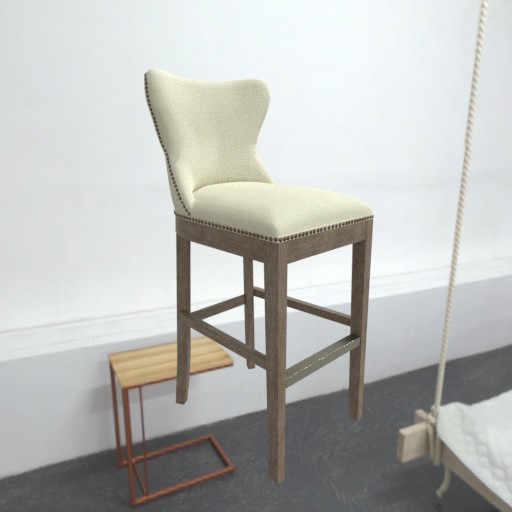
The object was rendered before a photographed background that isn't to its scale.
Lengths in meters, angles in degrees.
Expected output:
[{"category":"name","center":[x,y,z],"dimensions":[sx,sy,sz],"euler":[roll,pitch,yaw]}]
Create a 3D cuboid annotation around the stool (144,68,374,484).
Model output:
[{"category":"stool","center":[0.000,0.000,1.430],"dimensions":[0.494,1.123,0.606],"euler":[-15,22,-42]}]
